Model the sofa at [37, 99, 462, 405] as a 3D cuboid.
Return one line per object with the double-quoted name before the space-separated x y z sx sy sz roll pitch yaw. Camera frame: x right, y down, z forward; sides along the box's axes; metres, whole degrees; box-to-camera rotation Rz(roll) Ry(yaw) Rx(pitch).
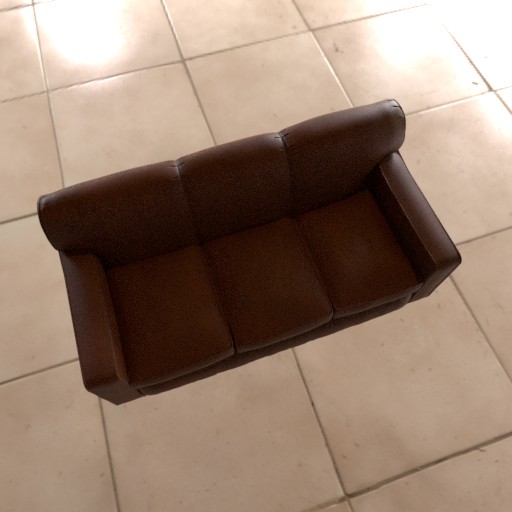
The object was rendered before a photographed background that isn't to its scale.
"sofa" 0.000 0.000 2.528 2.039 0.953 1.008 -18 65 -8
